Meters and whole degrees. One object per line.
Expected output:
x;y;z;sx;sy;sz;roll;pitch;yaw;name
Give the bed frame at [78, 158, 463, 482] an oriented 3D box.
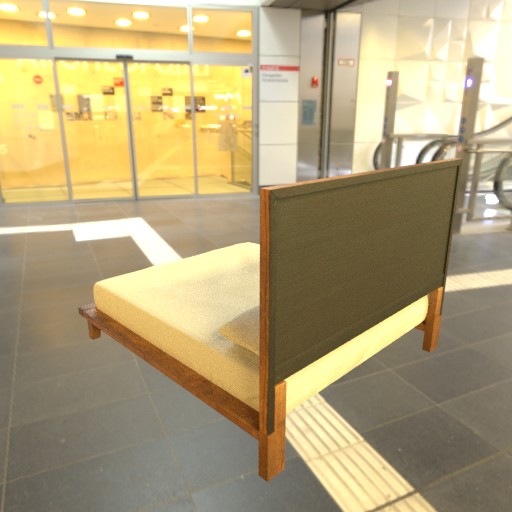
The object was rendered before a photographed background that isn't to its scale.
0.000;0.000;3.537;2.038;1.537;2.235;-17;24;-42;bed frame
